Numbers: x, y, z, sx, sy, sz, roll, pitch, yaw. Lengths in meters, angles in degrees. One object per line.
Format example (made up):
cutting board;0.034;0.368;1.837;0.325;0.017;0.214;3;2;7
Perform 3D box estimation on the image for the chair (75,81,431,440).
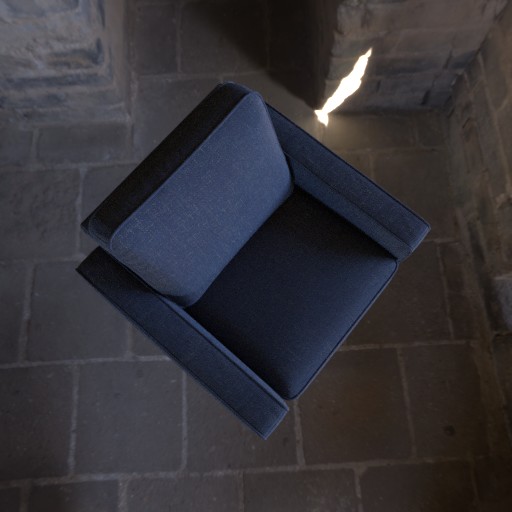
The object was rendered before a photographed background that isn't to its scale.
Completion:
chair;0.000;0.000;1.748;0.940;0.919;1.017;39;79;9
